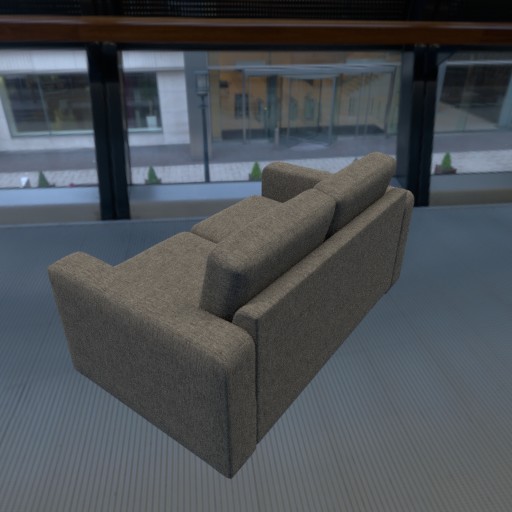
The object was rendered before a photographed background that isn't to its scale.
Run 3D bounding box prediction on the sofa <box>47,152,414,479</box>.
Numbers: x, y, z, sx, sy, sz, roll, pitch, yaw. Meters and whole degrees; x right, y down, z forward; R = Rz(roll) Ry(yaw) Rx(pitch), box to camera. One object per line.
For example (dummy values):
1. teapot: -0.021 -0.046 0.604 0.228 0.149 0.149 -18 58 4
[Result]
1. sofa: 0.000 0.000 2.004 0.900 0.800 1.520 20 36 31
